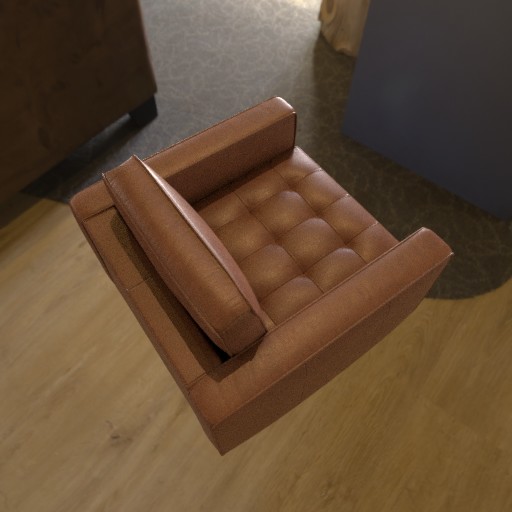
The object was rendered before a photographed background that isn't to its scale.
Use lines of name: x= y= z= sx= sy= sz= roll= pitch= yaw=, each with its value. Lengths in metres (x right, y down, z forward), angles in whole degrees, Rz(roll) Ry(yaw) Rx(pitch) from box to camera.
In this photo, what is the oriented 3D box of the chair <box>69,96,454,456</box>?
chair: x=0.000 y=0.000 z=1.536 sx=0.900 sy=0.770 sz=0.920 roll=-31 pitch=63 yaw=-18
